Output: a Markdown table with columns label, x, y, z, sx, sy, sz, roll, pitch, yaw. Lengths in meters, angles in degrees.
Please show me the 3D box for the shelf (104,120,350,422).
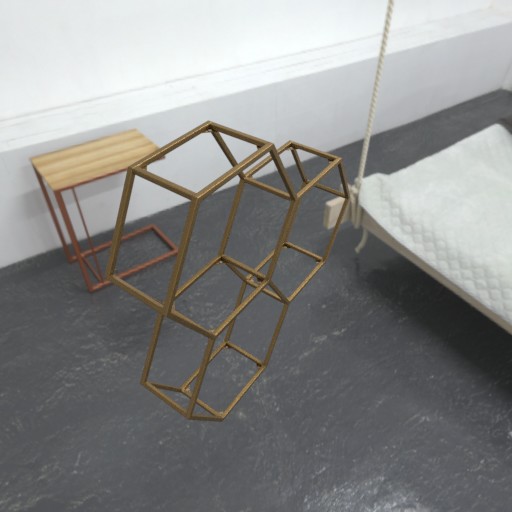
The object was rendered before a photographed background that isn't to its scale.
| label | x | y | z | sx | sy | sz | roll | pitch | yaw |
| --- | --- | --- | --- | --- | --- | --- | --- | --- | --- |
| shelf | 0.000 | 0.000 | 1.079 | 0.150 | 0.701 | 0.708 | 26 | 49 | 25 |
